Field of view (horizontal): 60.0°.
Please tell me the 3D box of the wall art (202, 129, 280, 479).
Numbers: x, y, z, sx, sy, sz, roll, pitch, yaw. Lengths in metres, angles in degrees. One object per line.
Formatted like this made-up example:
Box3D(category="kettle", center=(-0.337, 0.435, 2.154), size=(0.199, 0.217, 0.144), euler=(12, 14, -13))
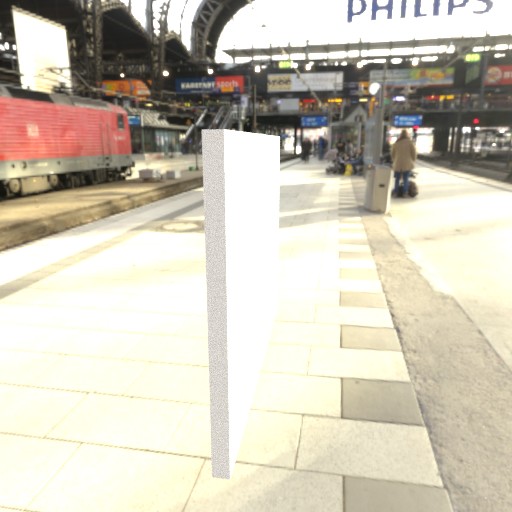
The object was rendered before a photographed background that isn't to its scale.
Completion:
Box3D(category="wall art", center=(0.000, 0.000, 1.705), size=(0.051, 0.902, 1.308), euler=(2, 15, 8))
